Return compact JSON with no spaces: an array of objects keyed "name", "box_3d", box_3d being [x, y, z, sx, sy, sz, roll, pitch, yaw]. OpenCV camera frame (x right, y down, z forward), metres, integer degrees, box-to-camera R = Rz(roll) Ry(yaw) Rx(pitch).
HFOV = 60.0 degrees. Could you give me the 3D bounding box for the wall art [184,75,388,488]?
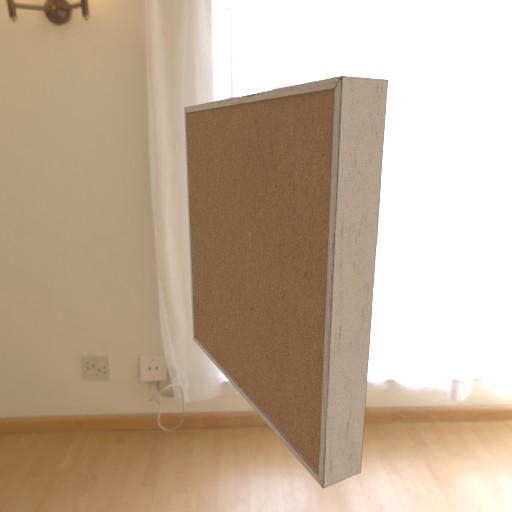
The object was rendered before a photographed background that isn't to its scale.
[{"name":"wall art","box_3d":[0.000,0.000,0.451,0.038,0.305,0.305,-7,16,-26]}]
